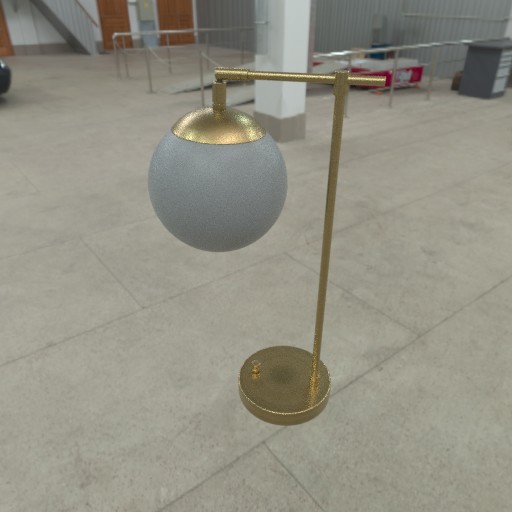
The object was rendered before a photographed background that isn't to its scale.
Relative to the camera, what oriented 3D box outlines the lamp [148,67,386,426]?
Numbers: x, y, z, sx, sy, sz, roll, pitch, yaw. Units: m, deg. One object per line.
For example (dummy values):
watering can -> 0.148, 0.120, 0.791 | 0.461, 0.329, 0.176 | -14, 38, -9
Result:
lamp -> 0.000, 0.000, 0.707 | 0.324, 0.559, 0.207 | 9, 32, 15
